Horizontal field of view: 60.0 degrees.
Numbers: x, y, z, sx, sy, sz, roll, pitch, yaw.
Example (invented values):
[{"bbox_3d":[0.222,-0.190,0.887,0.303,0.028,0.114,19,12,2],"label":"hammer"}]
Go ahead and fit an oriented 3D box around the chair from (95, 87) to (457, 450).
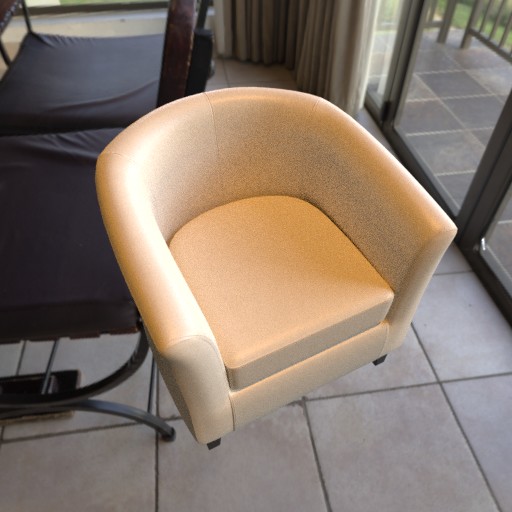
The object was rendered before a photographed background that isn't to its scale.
[{"bbox_3d":[0.000,0.000,1.360,0.792,0.756,0.727,-20,50,-18],"label":"chair"}]
